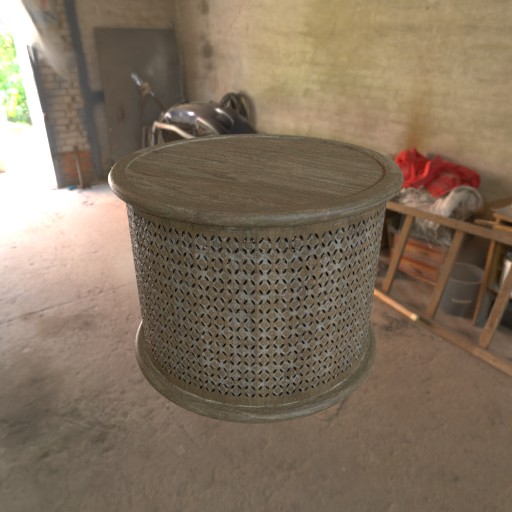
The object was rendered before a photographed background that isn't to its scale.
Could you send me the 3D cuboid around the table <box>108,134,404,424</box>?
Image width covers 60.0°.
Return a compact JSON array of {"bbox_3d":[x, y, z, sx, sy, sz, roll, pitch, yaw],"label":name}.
[{"bbox_3d":[0.000,0.000,1.047,0.607,0.450,0.607,0,27,0],"label":"table"}]
